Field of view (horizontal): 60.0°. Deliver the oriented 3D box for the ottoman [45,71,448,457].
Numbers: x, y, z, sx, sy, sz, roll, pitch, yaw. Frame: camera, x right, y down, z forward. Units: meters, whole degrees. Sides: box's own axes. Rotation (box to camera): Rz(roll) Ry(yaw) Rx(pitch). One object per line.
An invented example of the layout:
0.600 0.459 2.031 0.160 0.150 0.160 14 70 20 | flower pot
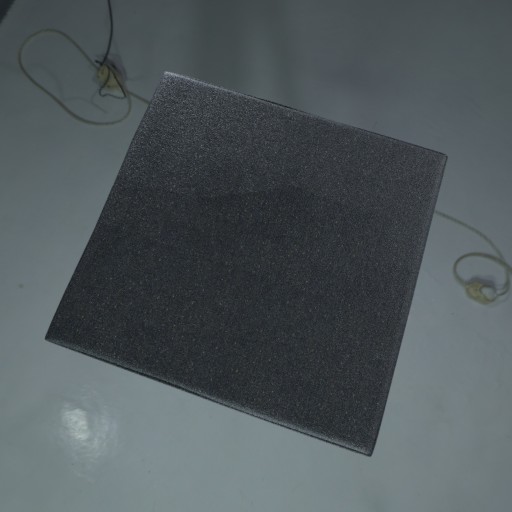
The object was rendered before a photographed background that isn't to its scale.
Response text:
0.000 0.000 1.526 1.004 0.382 0.968 18 76 5 | ottoman
